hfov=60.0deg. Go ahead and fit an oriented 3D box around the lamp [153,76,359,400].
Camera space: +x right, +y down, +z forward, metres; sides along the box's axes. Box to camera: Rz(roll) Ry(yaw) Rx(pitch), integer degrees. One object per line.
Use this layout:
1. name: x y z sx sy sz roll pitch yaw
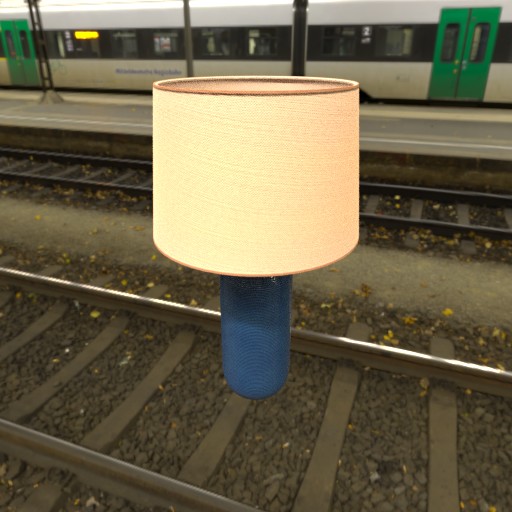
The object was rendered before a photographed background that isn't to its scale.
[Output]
1. lamp: 0.000 0.000 0.831 0.367 0.609 0.367 0 25 0
